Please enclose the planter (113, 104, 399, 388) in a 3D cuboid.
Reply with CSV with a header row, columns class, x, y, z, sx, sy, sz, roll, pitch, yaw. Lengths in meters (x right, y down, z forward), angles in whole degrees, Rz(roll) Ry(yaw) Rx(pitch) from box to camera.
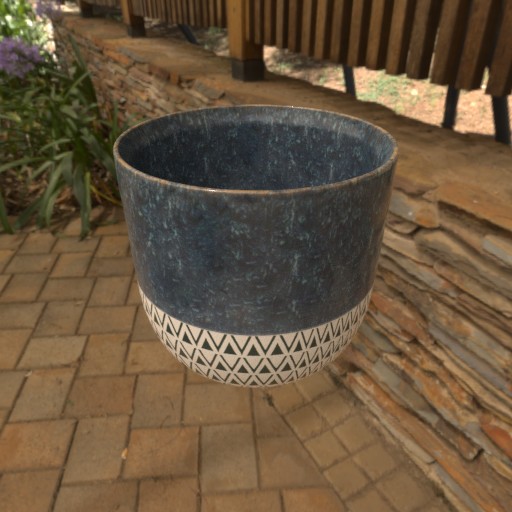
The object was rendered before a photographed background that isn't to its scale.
class,x,y,z,sx,sy,sz,roll,pitch,yaw
planter,0.000,0.000,0.497,0.266,0.270,0.266,0,32,0
